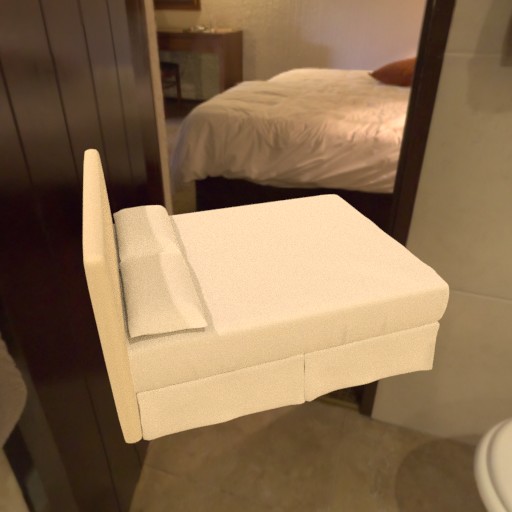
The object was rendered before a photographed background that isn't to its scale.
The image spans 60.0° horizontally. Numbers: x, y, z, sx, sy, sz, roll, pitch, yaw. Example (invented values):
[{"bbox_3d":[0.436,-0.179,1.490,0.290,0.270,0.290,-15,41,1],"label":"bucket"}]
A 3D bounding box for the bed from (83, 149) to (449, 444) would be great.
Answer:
[{"bbox_3d":[0.000,0.000,3.196,2.147,1.330,1.714,-10,32,-16],"label":"bed"}]
